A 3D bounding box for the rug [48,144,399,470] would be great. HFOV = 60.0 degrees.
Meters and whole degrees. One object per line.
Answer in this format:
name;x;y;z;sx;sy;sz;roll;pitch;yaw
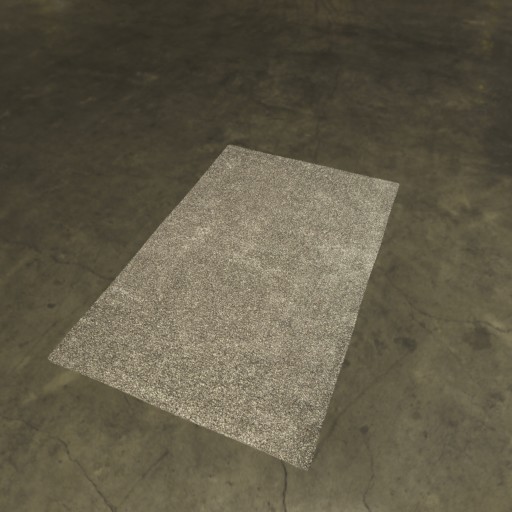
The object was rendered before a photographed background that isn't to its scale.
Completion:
rug;0.000;0.000;2.979;1.502;0.025;2.350;17;48;16
